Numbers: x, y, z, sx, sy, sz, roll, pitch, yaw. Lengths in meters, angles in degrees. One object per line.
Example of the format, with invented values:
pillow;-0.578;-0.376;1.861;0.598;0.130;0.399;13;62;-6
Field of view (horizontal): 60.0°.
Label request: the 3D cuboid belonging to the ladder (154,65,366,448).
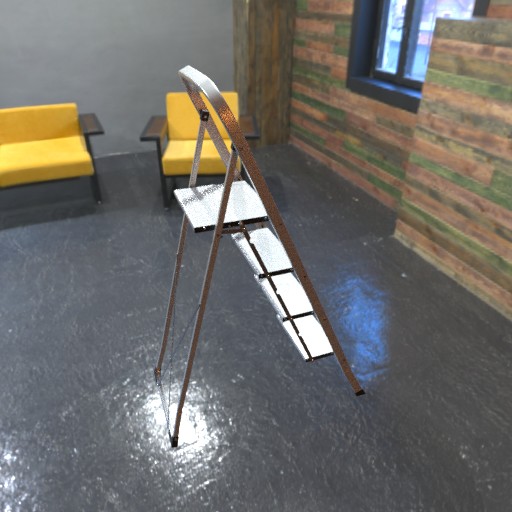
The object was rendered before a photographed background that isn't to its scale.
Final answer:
ladder;0.000;0.000;1.628;0.830;1.290;0.465;-11;33;-17
